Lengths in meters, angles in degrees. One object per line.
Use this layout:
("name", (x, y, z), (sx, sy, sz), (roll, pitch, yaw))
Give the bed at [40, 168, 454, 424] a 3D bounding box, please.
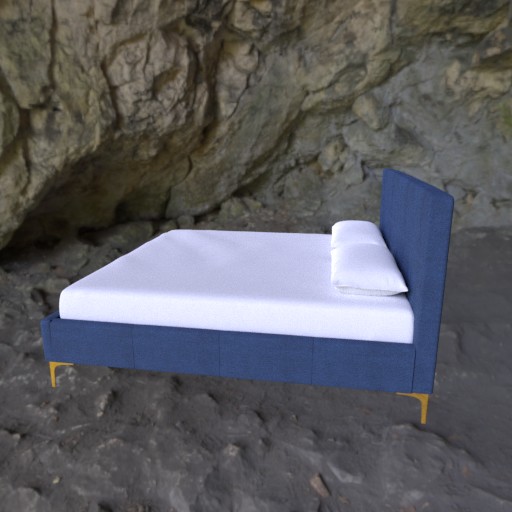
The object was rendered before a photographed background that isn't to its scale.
("bed", (0.000, 0.000, 3.371), (2.232, 1.231, 2.096), (2, 15, 9))
